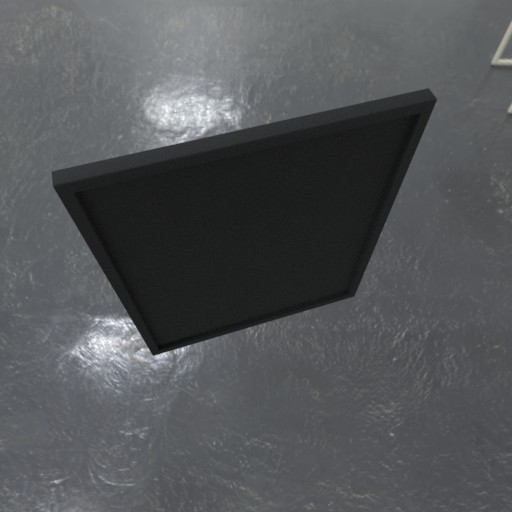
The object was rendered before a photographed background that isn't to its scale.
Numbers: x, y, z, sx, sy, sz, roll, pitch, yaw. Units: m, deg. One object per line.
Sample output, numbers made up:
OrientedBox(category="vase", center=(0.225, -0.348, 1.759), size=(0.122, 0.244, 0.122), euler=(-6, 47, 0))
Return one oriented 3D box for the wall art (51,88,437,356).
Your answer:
OrientedBox(category="wall art", center=(0.000, 0.000, 0.697), size=(0.432, 0.508, 0.021), euler=(-15, 59, -9))
